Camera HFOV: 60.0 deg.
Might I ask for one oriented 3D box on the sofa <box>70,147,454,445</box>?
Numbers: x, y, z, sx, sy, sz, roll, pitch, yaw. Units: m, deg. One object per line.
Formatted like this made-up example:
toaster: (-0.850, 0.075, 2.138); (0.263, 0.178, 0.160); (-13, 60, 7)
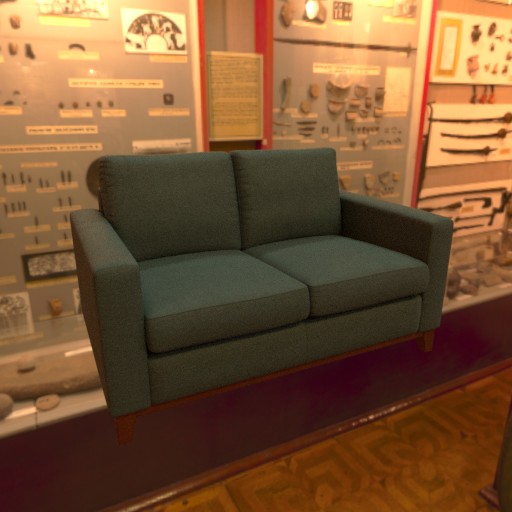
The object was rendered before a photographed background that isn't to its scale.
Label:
sofa: (0.000, 0.000, 2.032); (1.489, 0.903, 0.955); (-9, 20, -25)
